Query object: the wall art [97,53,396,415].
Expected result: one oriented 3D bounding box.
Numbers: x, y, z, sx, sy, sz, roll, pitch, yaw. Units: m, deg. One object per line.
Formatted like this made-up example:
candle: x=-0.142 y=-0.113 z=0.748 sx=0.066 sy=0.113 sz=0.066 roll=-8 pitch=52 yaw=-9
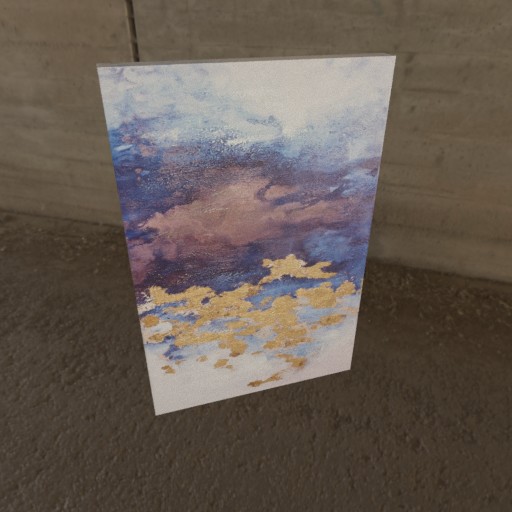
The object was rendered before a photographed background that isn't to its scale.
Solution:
wall art: x=0.000 y=0.000 z=1.071 sx=0.583 sy=0.874 sz=0.048 roll=-9 pitch=32 yaw=-15
